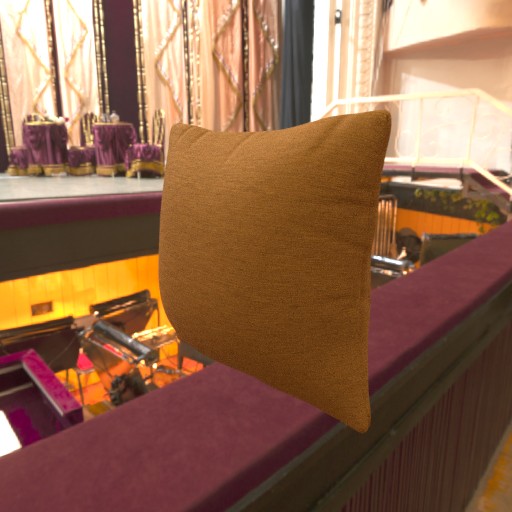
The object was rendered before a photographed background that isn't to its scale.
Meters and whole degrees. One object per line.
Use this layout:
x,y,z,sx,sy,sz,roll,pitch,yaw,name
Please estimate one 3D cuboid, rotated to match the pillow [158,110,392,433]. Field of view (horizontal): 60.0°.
0.000,0.000,0.698,0.247,0.417,0.435,-13,19,-43,pillow
